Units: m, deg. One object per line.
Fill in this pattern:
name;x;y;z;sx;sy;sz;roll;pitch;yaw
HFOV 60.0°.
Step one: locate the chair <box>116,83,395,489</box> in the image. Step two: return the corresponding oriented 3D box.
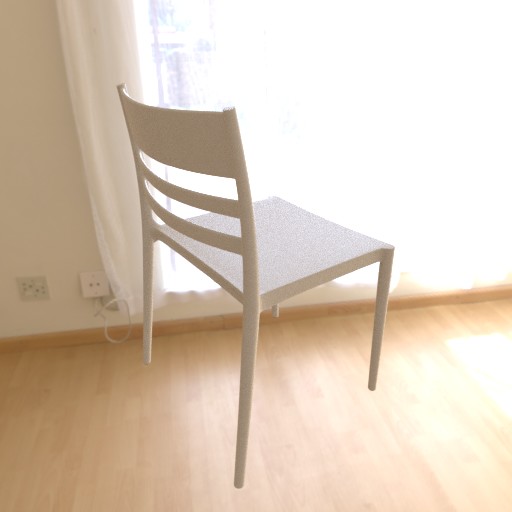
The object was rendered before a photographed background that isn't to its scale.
chair;0.000;0.000;1.113;0.511;0.800;0.531;-18;31;-31
